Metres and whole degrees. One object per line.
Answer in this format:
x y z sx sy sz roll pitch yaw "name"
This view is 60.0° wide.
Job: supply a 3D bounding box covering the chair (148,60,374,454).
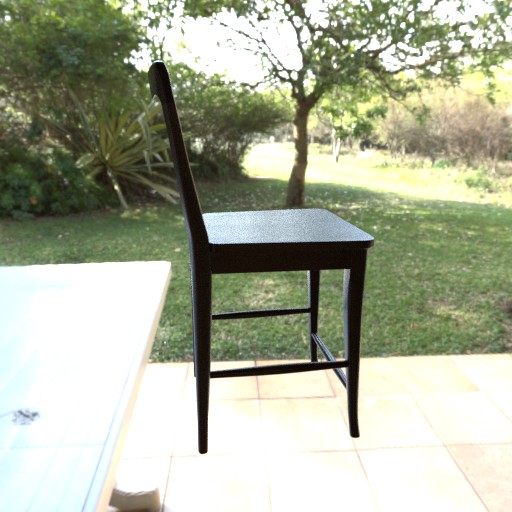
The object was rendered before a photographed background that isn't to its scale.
0.000 0.000 1.290 0.546 0.991 0.450 -3 17 -9 "chair"
